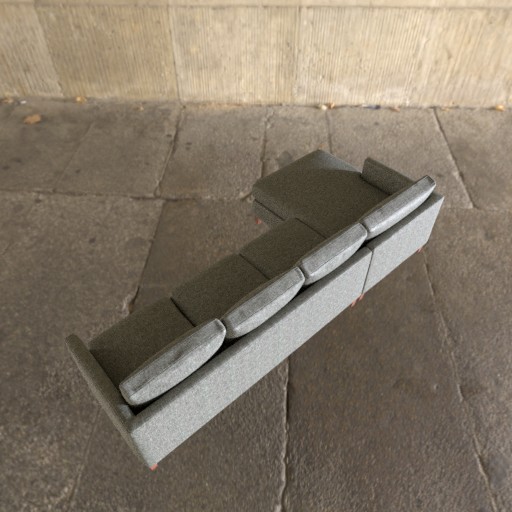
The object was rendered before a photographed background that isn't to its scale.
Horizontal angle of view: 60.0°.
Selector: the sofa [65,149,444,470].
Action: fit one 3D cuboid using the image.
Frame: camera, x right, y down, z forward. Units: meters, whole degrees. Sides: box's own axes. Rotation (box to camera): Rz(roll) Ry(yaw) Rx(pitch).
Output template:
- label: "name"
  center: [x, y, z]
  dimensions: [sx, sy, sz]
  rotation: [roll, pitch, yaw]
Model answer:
- label: "sofa"
  center: [0.000, 0.000, 4.057]
  dimensions: [3.485, 0.960, 1.635]
  rotation: [-33, 54, -27]
